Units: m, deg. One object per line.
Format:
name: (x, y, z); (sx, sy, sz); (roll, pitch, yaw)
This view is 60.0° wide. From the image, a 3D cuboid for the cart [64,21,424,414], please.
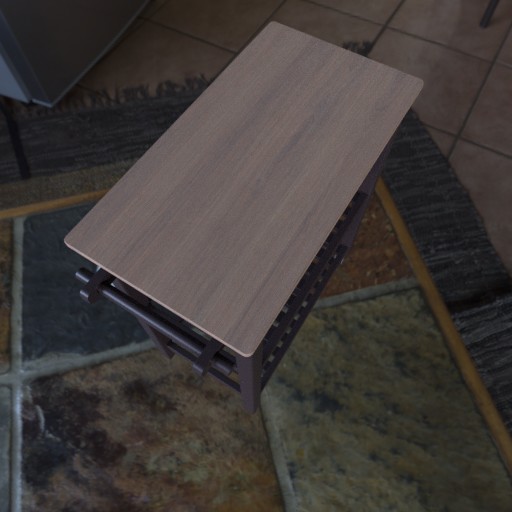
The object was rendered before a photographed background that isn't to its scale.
cart: (0.000, 0.000, 1.416); (0.457, 0.927, 0.899); (29, 66, 14)
